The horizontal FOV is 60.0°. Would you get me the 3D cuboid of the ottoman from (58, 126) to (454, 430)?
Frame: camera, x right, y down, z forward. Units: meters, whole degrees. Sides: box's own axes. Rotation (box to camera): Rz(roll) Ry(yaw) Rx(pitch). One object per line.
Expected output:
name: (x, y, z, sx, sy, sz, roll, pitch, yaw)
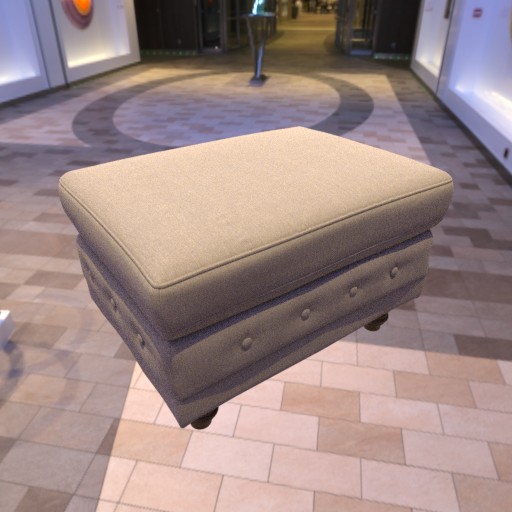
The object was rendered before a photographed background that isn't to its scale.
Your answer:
ottoman: (0.000, 0.000, 1.126, 0.771, 0.500, 0.569, -20, 36, -31)
